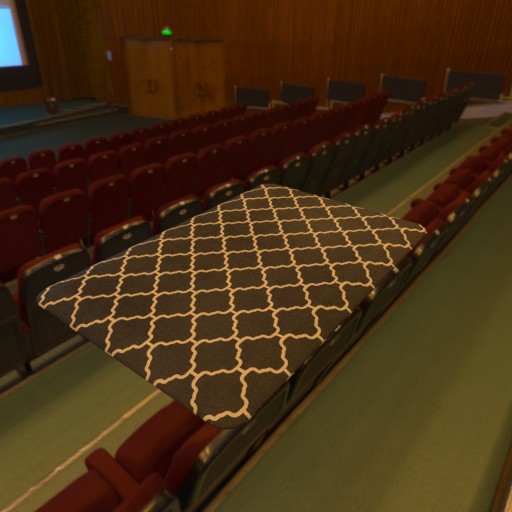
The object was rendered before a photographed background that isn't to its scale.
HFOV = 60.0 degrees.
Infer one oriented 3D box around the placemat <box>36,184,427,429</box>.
[{"bbox_3d":[0.000,0.000,0.966,0.508,0.021,0.762,22,37,32],"label":"placemat"}]
